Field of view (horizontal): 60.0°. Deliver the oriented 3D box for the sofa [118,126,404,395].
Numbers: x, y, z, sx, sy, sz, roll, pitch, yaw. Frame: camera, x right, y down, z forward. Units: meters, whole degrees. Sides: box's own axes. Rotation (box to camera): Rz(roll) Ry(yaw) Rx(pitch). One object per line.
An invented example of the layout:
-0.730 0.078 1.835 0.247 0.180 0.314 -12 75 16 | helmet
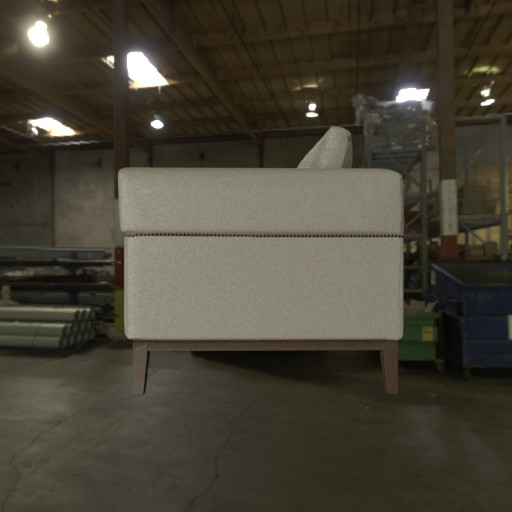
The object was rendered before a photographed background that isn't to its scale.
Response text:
0.000 0.000 2.150 0.899 0.873 1.598 0 0 -1 | sofa
